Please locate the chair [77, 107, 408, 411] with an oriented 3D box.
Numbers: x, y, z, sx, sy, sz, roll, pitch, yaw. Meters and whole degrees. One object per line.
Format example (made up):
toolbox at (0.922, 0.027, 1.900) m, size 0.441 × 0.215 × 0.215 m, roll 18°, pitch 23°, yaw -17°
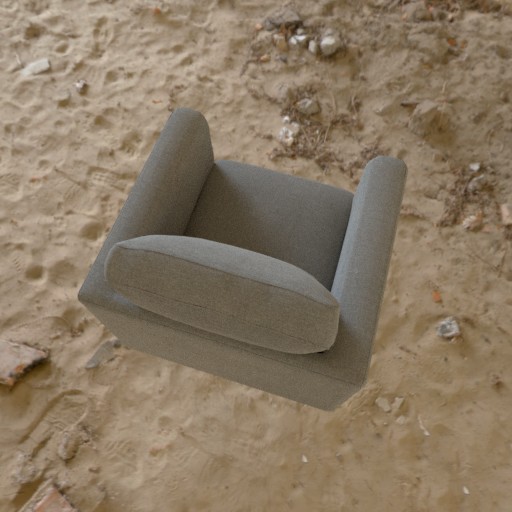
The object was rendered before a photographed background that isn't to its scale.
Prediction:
chair at (0.000, 0.000, 1.580) m, size 0.855 × 0.927 × 0.800 m, roll 16°, pitch 66°, yaw 7°
